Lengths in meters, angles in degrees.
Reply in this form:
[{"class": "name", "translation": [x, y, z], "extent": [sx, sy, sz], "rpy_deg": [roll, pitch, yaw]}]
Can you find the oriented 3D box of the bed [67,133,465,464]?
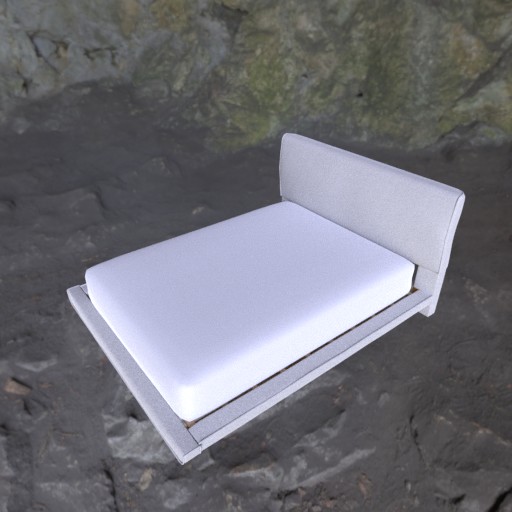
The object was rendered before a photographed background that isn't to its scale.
[{"class": "bed", "translation": [0.000, 0.000, 3.331], "extent": [2.368, 1.067, 1.840], "rpy_deg": [-22, 38, -31]}]
